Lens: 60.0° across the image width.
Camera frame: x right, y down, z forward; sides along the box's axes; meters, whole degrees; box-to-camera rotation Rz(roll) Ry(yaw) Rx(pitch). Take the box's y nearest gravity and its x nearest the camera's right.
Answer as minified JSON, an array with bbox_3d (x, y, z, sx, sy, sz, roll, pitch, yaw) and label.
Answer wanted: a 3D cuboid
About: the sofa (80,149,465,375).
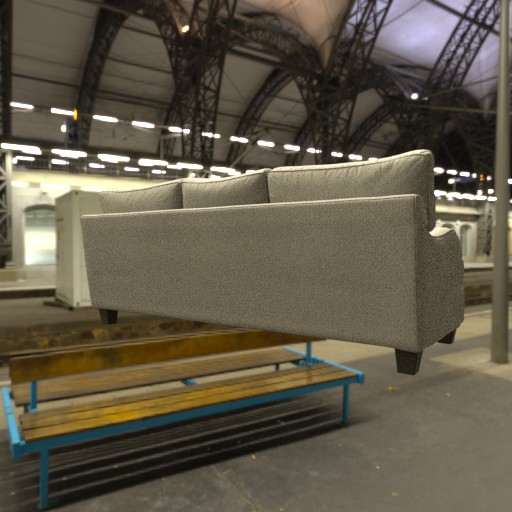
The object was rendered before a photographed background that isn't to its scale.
[{"bbox_3d":[0.000,0.000,2.837,2.323,0.991,1.016,1,2,35],"label":"sofa"}]
